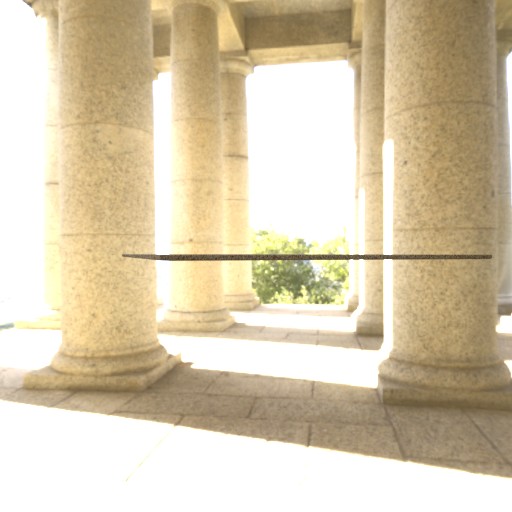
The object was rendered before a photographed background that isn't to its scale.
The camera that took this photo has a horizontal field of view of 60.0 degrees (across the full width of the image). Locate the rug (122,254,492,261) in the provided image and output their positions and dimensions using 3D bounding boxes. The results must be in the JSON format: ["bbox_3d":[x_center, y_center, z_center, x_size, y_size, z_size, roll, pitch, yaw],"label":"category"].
[{"bbox_3d":[0.000,0.000,3.361,1.801,0.024,2.700,0,0,-20],"label":"rug"}]
